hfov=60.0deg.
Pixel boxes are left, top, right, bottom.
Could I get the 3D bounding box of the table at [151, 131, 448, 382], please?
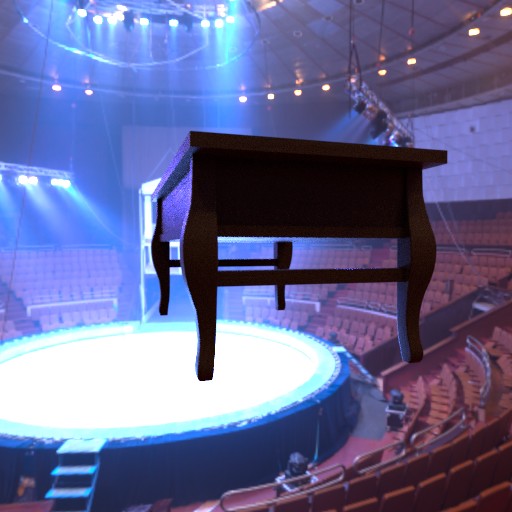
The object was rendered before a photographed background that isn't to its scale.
[{"bbox_3d":[0.000,0.000,1.430,0.600,0.494,1.062,0,1,-17],"label":"table"}]
